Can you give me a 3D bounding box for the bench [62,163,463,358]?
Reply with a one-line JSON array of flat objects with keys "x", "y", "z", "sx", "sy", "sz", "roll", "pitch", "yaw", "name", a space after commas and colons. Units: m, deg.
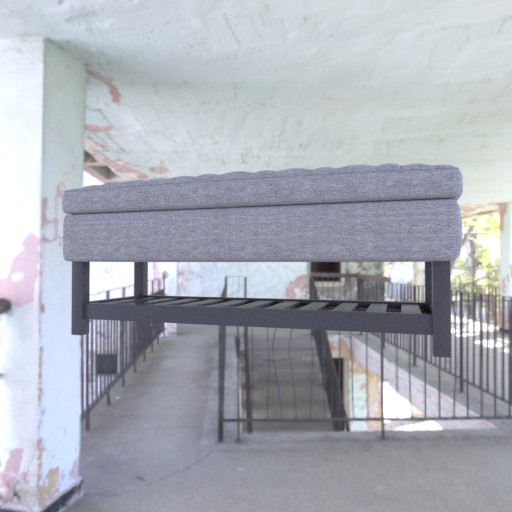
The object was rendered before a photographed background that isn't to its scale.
[{"x": 0.000, "y": 0.000, "z": 1.330, "sx": 1.100, "sy": 0.470, "sz": 0.429, "roll": 0, "pitch": -1, "yaw": 18, "name": "bench"}]
